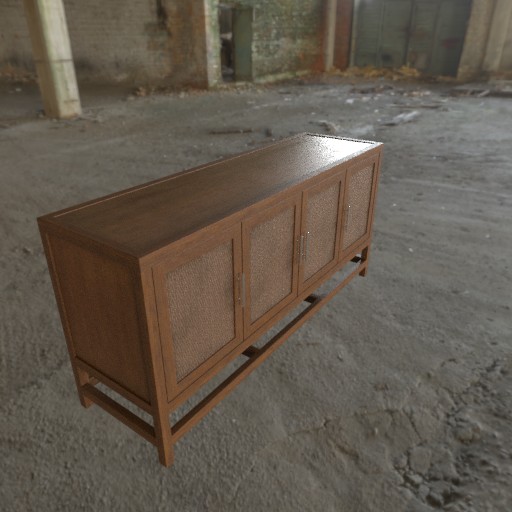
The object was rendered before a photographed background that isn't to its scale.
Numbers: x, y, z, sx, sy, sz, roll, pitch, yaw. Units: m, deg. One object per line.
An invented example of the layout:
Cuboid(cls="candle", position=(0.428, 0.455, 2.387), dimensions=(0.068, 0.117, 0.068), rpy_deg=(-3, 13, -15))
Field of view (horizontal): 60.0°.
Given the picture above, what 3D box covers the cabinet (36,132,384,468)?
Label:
Cuboid(cls="cabinet", position=(0.000, 0.000, 2.101), dimensions=(0.522, 0.820, 1.708), rpy_deg=(18, 32, 32))
